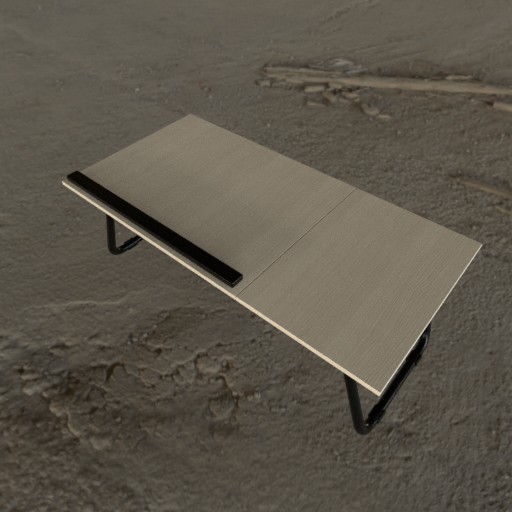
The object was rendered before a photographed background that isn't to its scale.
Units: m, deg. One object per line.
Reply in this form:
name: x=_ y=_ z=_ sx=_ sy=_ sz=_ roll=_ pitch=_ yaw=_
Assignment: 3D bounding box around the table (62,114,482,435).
table: x=0.000 y=0.000 z=0.818 sx=0.644 sy=0.242 sz=0.322 roll=31 pitch=53 yaw=27
